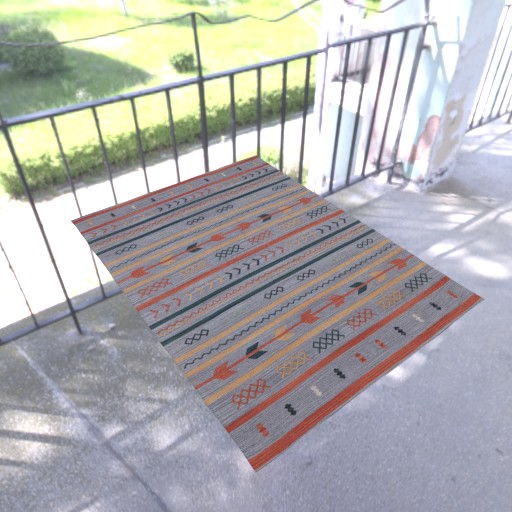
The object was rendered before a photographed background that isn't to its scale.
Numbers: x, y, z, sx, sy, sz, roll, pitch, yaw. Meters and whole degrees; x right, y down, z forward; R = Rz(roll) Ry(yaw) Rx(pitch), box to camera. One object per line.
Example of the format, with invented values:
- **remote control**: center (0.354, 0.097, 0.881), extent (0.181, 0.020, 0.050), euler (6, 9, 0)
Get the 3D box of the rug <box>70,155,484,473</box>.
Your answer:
- **rug**: center (0.000, 0.000, 3.912), extent (2.263, 0.022, 3.029), euler (-26, 46, -27)
